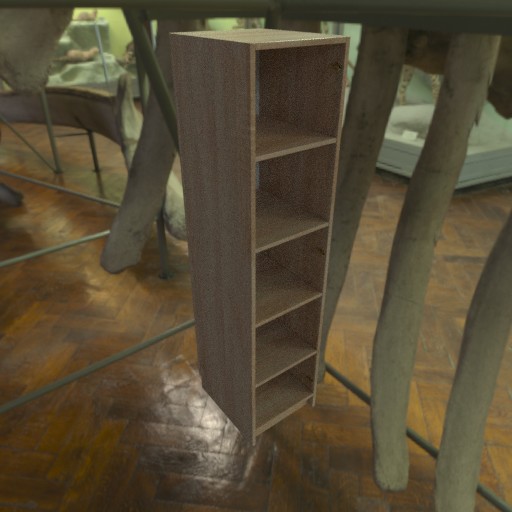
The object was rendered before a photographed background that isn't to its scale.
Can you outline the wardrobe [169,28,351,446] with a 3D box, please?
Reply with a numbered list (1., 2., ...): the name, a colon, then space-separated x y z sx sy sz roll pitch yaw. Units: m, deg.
1. wardrobe: 0.000 0.000 2.363 0.496 2.117 0.588 -21 36 -31
